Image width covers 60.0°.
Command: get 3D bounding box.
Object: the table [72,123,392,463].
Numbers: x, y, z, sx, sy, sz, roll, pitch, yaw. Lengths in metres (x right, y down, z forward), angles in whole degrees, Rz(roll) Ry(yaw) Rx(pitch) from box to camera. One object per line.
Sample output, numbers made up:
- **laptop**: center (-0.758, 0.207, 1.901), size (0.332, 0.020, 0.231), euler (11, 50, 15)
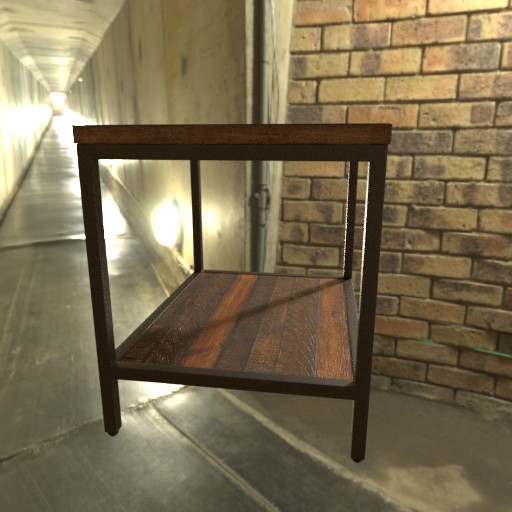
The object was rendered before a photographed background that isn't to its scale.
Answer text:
- **table**: center (0.000, 0.000, 1.108), size (0.524, 0.612, 0.678), euler (2, 15, 9)
